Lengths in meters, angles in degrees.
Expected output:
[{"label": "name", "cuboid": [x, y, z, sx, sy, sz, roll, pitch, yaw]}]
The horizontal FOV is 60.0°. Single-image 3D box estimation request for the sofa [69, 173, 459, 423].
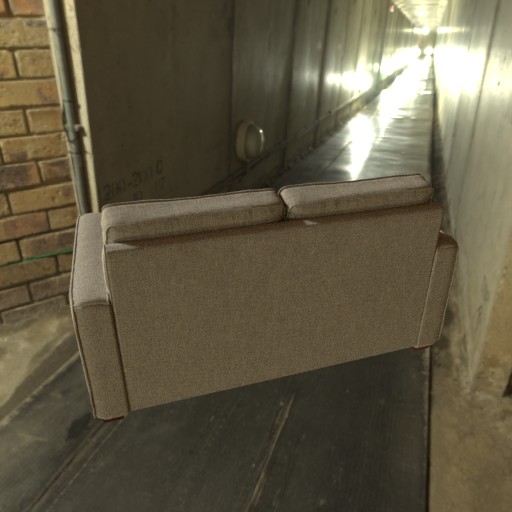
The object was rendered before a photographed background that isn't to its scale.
[{"label": "sofa", "cuboid": [0.000, 0.000, 2.243, 1.706, 0.915, 0.945, -8, 28, -16]}]
